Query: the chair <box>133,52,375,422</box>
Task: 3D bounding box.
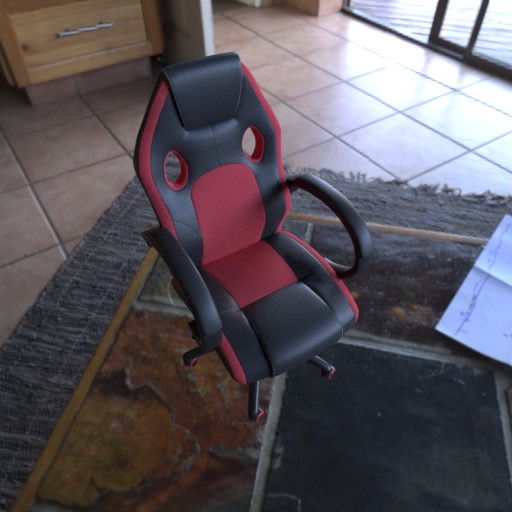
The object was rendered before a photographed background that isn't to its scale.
[{"bbox_3d":[0.000,0.000,1.595,0.673,1.187,0.724,-24,50,-22],"label":"chair"}]
